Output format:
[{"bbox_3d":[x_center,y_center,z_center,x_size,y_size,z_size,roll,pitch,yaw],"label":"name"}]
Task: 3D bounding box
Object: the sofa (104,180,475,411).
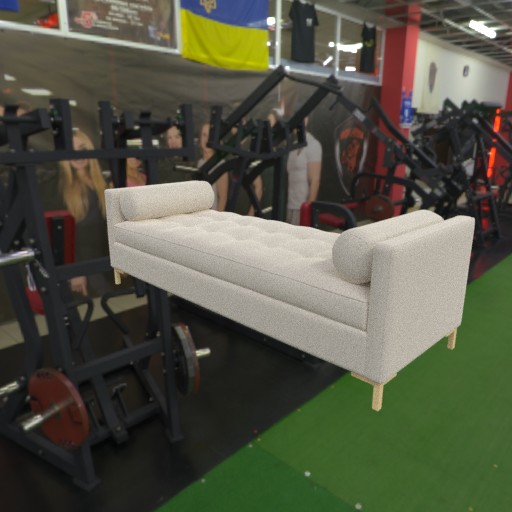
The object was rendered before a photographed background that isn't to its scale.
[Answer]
[{"bbox_3d":[0.000,0.000,2.421,0.746,0.641,1.985,-15,22,-43],"label":"sofa"}]
